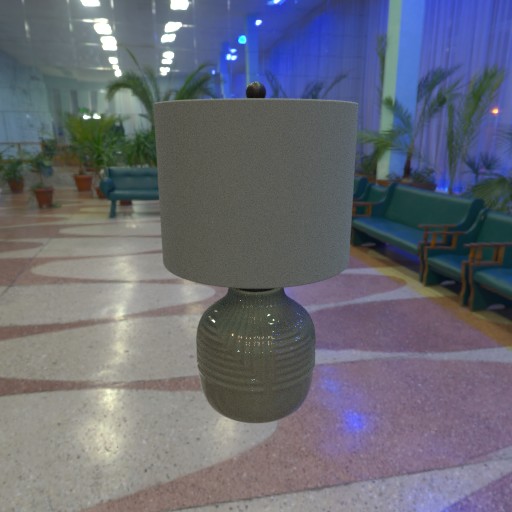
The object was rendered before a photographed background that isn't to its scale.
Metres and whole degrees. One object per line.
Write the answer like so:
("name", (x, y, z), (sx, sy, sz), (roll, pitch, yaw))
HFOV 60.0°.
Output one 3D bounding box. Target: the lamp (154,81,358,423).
("lamp", (0.000, 0.000, 0.772), (0.318, 0.567, 0.318), (0, 16, 0))
